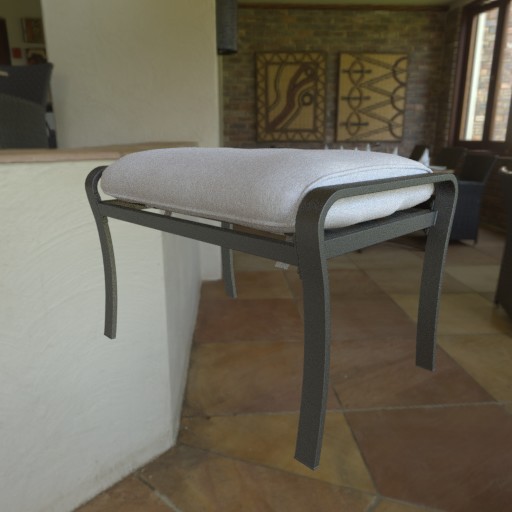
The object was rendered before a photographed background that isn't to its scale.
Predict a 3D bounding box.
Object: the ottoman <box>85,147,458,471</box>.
[{"bbox_3d":[0.000,0.000,0.892,0.406,0.422,0.610,-15,21,-43],"label":"ottoman"}]
